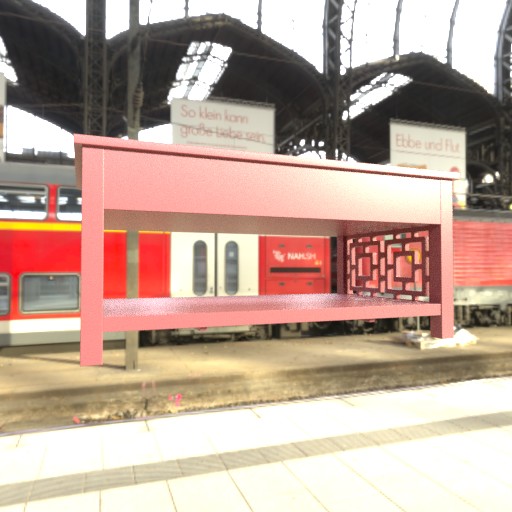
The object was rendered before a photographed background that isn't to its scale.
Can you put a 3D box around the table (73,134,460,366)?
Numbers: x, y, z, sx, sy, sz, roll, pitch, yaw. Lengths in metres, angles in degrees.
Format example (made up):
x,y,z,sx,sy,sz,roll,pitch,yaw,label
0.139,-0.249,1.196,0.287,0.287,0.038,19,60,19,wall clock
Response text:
x,y,z,sx,sy,sz,roll,pitch,yaw,label
0.000,0.000,1.409,1.068,0.493,0.612,1,-2,-21,table
